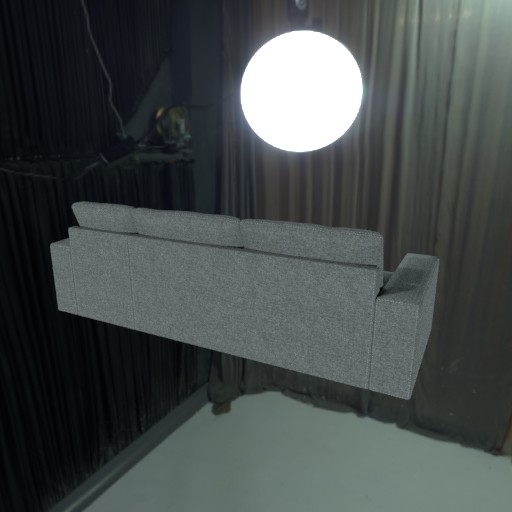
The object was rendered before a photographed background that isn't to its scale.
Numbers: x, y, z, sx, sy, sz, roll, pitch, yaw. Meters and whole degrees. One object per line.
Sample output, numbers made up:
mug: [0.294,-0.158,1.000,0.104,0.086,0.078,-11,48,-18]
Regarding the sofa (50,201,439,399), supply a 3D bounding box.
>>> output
sofa: [0.000,0.000,3.577,2.718,0.940,1.689,8,18,26]
